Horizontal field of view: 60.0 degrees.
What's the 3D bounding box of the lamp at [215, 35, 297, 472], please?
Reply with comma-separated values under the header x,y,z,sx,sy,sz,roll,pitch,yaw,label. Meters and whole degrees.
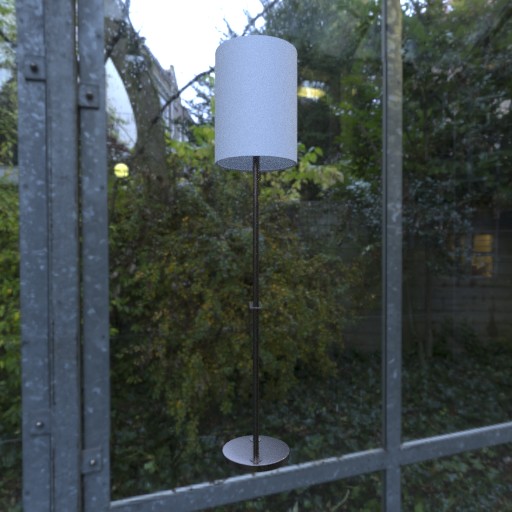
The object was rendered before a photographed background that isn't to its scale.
x,y,z,sx,sy,sz,roll,pitch,yaw,label
0.000,0.000,1.658,0.305,1.500,0.306,0,0,-1,lamp
